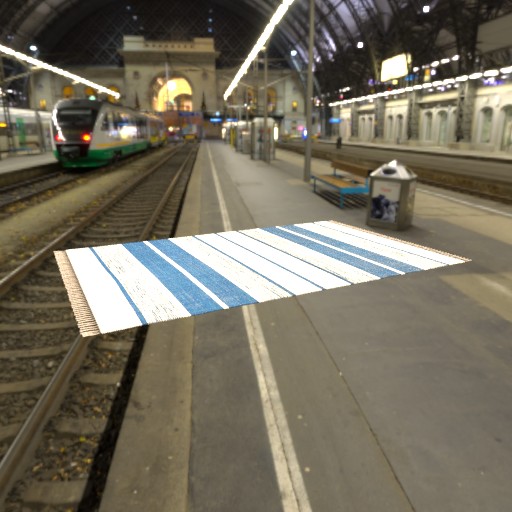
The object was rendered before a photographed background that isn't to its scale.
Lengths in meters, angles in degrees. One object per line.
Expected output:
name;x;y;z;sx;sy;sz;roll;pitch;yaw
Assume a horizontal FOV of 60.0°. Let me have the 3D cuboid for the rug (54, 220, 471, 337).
rug;0.000;0.000;3.038;2.441;0.010;1.532;-8;18;-27
